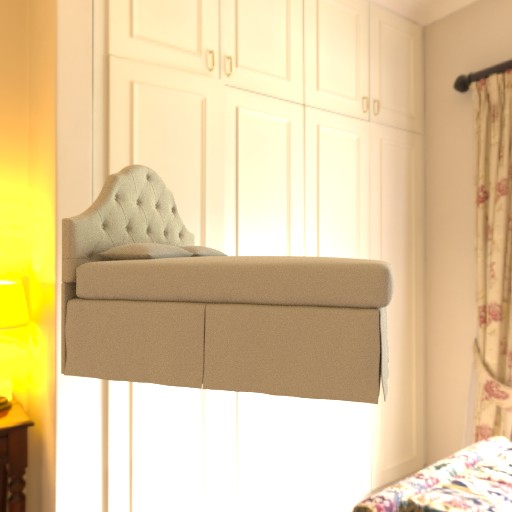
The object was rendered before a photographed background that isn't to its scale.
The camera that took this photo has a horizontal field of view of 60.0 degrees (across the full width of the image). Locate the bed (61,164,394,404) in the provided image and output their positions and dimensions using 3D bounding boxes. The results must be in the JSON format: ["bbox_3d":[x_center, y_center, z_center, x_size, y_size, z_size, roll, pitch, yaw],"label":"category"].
[{"bbox_3d":[0.000,0.000,3.525,2.086,1.555,2.012,0,0,17],"label":"bed"}]
